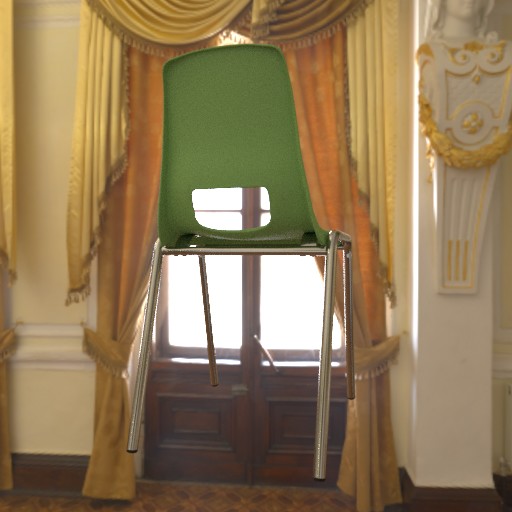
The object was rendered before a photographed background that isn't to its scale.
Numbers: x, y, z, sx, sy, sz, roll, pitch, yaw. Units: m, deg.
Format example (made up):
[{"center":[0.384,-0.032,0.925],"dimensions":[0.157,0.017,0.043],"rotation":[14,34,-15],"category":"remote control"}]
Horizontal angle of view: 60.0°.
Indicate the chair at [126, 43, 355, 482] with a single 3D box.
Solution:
[{"center":[0.000,0.000,0.940],"dimensions":[0.381,0.704,0.436],"rotation":[0,0,17],"category":"chair"}]
